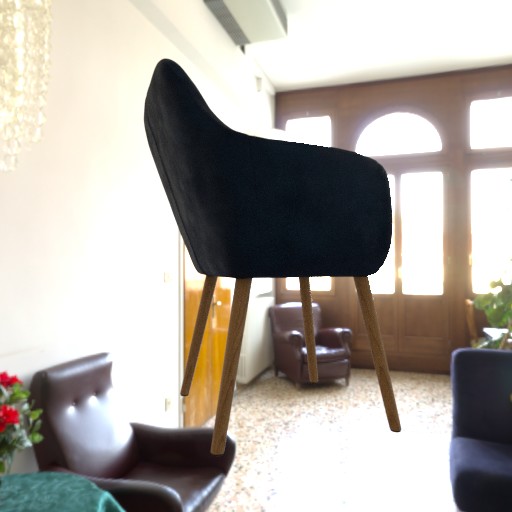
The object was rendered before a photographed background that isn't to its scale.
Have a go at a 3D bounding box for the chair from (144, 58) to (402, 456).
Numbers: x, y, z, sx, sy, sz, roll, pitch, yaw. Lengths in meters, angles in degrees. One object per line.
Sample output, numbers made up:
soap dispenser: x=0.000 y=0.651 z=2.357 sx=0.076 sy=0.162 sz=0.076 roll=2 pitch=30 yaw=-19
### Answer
chair: x=0.000 y=0.000 z=1.174 sx=0.573 sy=0.826 sz=0.578 roll=0 pitch=-1 yaw=-18
